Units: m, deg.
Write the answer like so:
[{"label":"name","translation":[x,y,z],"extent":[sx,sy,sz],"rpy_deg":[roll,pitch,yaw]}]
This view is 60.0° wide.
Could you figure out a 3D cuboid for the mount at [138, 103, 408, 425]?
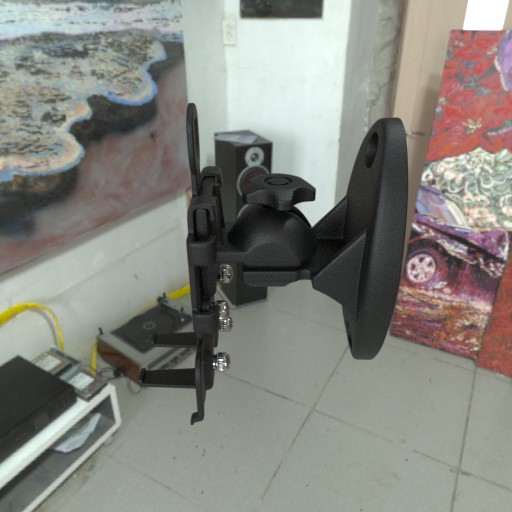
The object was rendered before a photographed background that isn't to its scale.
[{"label":"mount","translation":[0.000,0.000,0.179],"extent":[0.100,0.118,0.066],"rpy_deg":[0,28,0]}]
